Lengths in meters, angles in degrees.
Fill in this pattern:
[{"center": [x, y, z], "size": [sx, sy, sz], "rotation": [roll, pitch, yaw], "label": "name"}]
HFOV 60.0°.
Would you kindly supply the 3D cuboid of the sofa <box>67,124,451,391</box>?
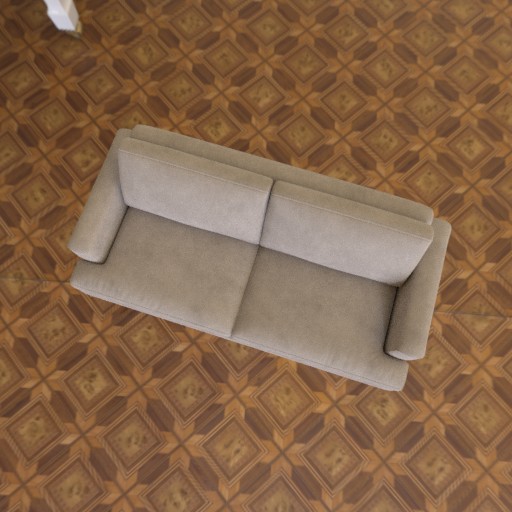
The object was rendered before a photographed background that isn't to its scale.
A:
[{"center": [0.000, 0.000, 2.570], "size": [2.013, 0.830, 0.980], "rotation": [17, 76, 4], "label": "sofa"}]
